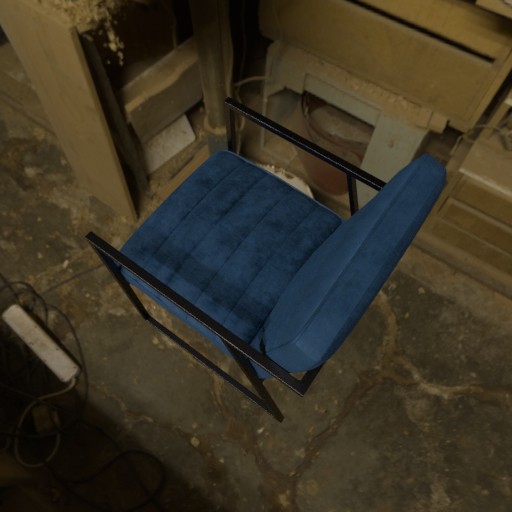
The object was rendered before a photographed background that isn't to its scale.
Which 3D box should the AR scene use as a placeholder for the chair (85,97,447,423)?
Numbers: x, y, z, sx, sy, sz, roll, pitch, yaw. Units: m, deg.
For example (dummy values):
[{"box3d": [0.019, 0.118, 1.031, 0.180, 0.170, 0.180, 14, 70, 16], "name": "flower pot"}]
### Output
[{"box3d": [0.000, 0.000, 1.275, 0.677, 0.833, 0.571, 33, 68, 15], "name": "chair"}]
